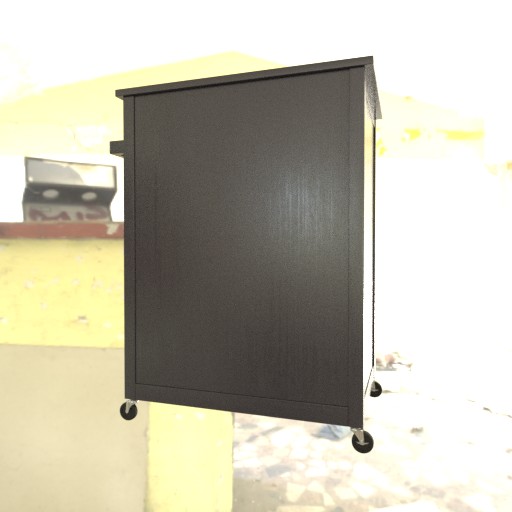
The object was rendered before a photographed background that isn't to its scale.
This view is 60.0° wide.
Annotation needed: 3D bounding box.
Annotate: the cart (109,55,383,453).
[{"bbox_3d":[0.000,0.000,1.285,0.690,0.878,0.449,0,1,19],"label":"cart"}]
